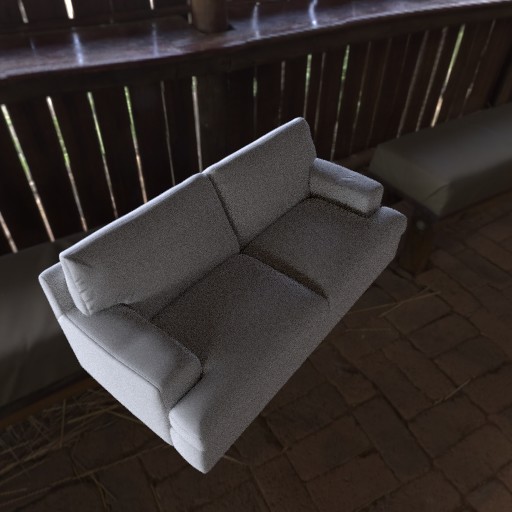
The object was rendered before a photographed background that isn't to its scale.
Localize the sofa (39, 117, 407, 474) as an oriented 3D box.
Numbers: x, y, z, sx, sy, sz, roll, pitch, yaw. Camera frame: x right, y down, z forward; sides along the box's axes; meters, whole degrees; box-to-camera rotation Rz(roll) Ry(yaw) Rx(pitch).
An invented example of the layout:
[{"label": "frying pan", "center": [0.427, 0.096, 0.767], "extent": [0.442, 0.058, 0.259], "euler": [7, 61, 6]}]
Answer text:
[{"label": "sofa", "center": [0.000, 0.000, 2.823], "extent": [1.143, 0.940, 2.261], "euler": [28, 48, 28]}]
